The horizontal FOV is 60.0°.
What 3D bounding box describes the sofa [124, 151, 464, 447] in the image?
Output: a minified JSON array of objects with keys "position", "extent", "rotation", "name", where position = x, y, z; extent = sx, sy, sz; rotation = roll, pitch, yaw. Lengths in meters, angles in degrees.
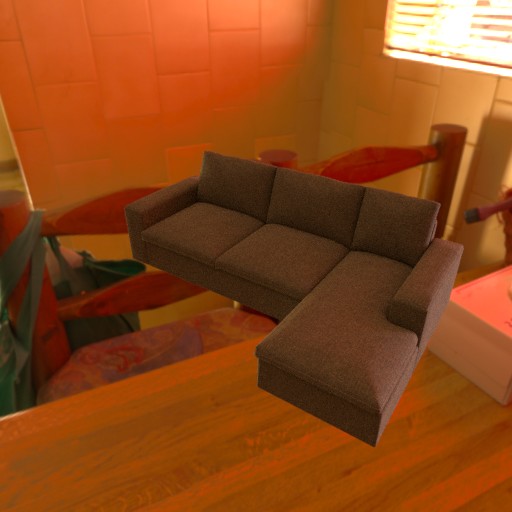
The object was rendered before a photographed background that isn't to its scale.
[{"position":[0.000,0.000,3.519],"extent":[2.718,0.940,1.689],"rotation":[19,36,29],"name":"sofa"}]
